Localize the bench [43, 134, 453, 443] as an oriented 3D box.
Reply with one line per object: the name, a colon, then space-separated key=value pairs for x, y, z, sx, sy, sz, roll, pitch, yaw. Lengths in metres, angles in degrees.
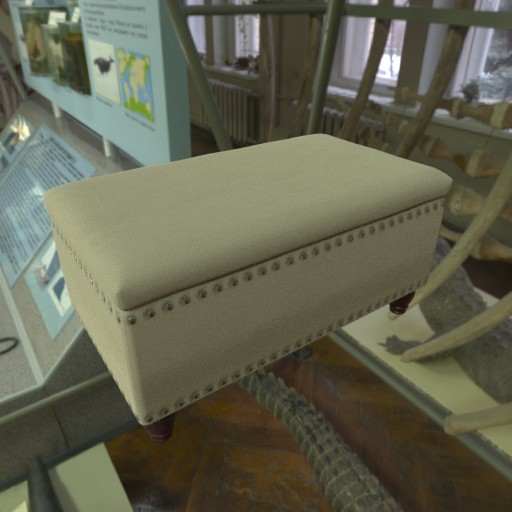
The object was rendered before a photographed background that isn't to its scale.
bench: x=0.000 y=0.000 z=1.180 sx=0.887 sy=0.449 sz=0.500 roll=-19 pitch=35 yaw=-30
